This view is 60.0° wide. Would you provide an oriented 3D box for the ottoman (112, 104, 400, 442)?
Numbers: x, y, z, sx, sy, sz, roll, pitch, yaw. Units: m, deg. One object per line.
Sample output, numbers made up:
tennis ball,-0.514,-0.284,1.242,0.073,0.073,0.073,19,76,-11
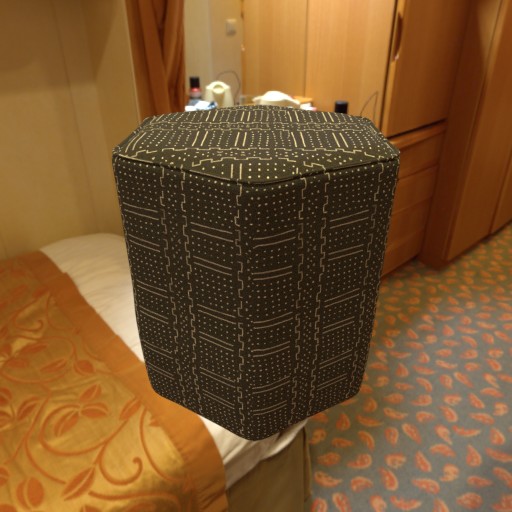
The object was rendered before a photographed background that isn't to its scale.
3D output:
ottoman,0.000,0.000,0.872,0.443,0.502,0.494,1,29,1
